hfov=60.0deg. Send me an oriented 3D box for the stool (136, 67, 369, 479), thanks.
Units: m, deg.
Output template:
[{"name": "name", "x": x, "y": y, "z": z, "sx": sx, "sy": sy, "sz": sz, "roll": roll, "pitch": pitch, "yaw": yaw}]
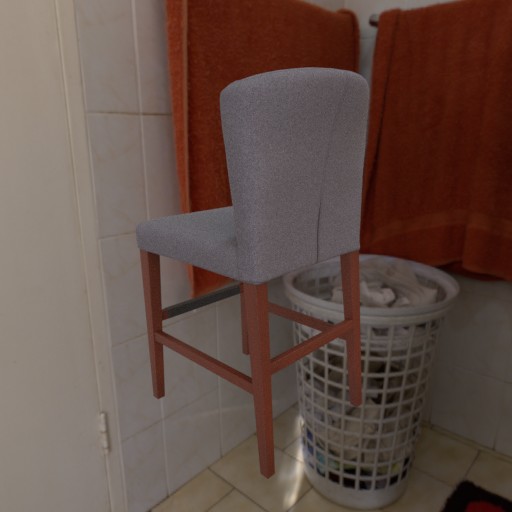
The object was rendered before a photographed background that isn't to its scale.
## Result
[{"name": "stool", "x": 0.000, "y": 0.000, "z": 1.297, "sx": 0.568, "sy": 0.968, "sz": 0.481, "roll": 15, "pitch": 21, "yaw": 42}]
